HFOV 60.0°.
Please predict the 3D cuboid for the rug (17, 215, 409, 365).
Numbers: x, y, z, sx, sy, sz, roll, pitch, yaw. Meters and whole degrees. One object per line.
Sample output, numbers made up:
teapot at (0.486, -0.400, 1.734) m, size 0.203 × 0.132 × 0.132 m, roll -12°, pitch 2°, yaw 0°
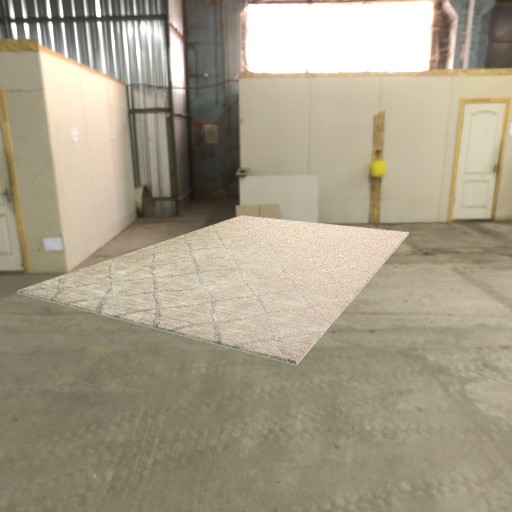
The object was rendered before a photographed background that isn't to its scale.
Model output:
rug at (0.000, 0.000, 2.855) m, size 1.521 × 0.015 × 2.280 m, roll 8°, pitch 18°, yaw 27°
